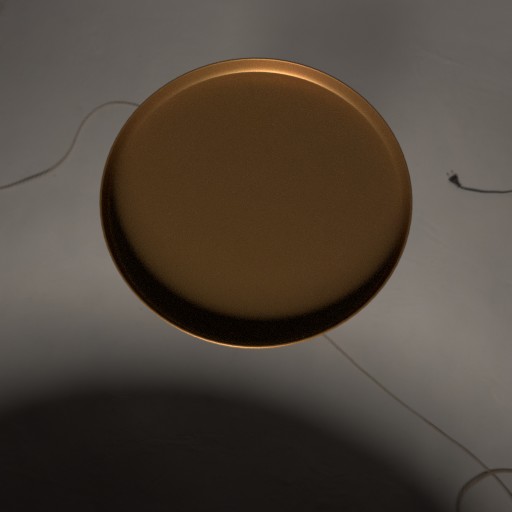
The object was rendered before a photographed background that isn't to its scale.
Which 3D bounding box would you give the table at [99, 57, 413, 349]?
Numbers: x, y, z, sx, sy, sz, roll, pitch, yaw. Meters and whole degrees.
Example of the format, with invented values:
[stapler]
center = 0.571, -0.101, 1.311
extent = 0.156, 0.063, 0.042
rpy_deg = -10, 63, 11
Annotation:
[table]
center = 0.000, 0.000, 0.655
extent = 0.299, 0.480, 0.299
rpy_deg = 12, 75, 3
